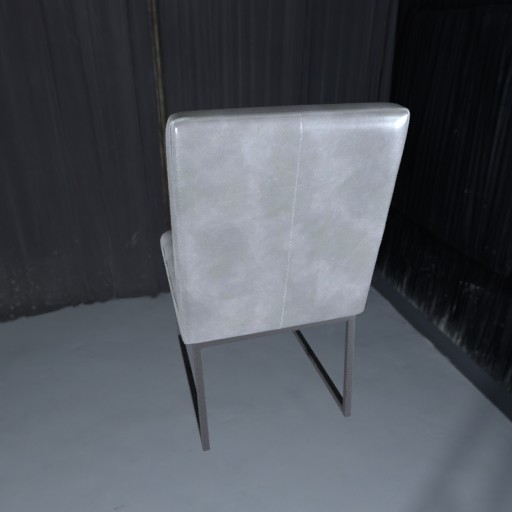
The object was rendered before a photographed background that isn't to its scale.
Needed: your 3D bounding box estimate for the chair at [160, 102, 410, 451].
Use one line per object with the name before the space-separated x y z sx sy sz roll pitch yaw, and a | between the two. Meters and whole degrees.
chair | 0.000 0.000 1.327 0.520 0.930 0.634 -7 28 -15
